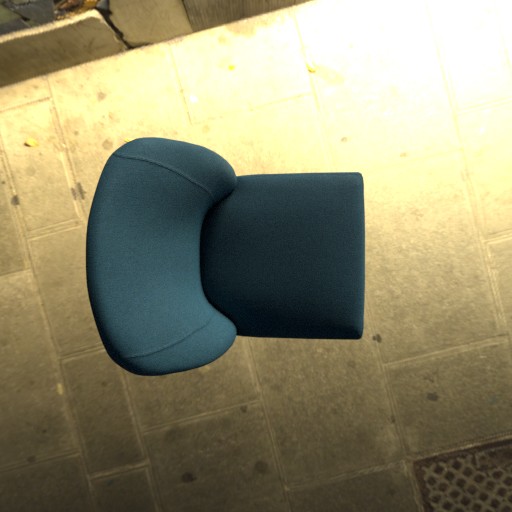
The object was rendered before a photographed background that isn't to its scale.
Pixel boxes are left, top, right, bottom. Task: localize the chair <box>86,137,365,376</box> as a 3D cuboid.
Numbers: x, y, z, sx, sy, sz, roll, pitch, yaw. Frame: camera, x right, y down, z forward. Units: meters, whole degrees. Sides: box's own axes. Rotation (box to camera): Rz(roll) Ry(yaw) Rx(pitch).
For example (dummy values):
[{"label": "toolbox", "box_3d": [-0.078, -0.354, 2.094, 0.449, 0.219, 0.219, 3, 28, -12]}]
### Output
[{"label": "chair", "box_3d": [0.000, 0.000, 1.249, 0.620, 0.879, 0.507, 0, 90, 1]}]
